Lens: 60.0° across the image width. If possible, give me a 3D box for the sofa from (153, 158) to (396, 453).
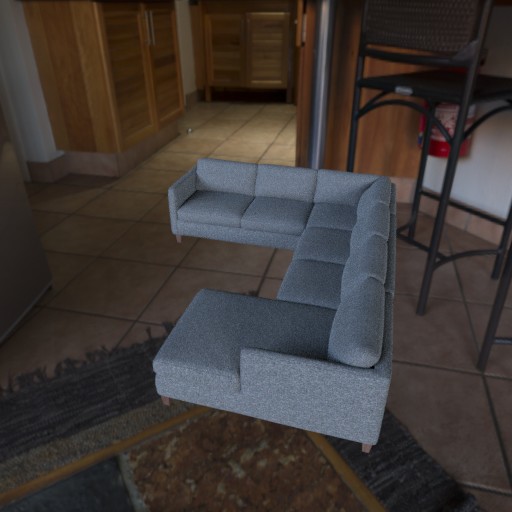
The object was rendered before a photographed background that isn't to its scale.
[{"bbox_3d":[0.000,0.000,4.296,2.551,0.853,3.238,8,32,13],"label":"sofa"}]
